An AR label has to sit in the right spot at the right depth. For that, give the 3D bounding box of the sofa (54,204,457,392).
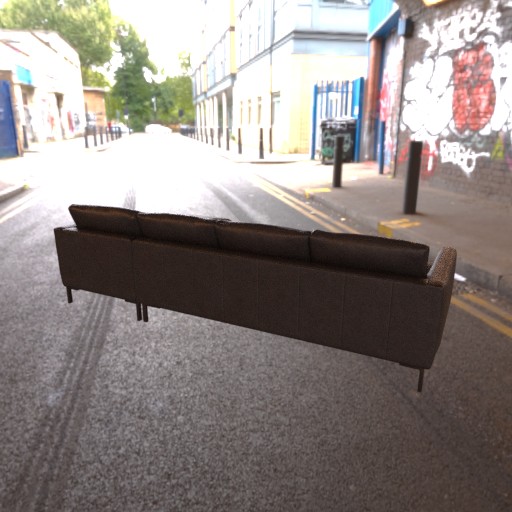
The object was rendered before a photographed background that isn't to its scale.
[{"bbox_3d":[0.000,0.000,3.642,2.993,0.859,1.471,8,19,26],"label":"sofa"}]
